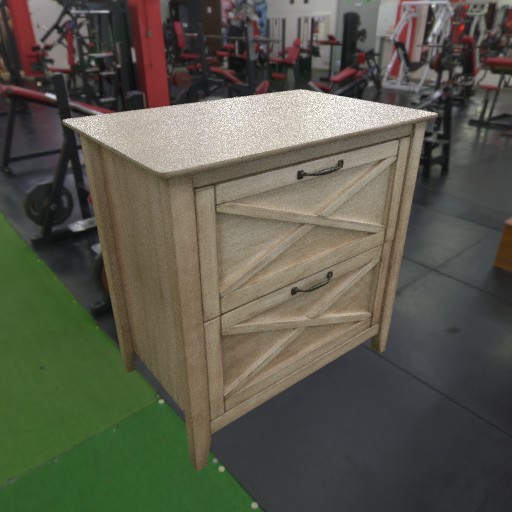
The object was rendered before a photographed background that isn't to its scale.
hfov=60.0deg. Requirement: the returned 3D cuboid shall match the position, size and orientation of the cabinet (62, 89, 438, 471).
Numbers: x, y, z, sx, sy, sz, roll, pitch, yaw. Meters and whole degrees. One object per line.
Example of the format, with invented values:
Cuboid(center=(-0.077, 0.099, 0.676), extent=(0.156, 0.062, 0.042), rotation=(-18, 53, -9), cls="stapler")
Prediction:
Cuboid(center=(0.000, 0.000, 1.244), extent=(0.763, 0.762, 0.503), rotation=(-21, 35, -33), cls="cabinet")
